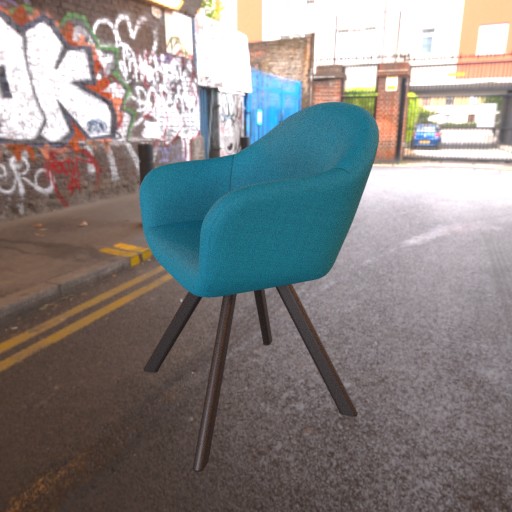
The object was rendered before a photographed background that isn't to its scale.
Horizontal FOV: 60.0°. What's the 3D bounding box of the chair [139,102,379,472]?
[{"bbox_3d":[0.000,0.000,1.193,0.550,0.795,0.590,-8,18,-26],"label":"chair"}]
